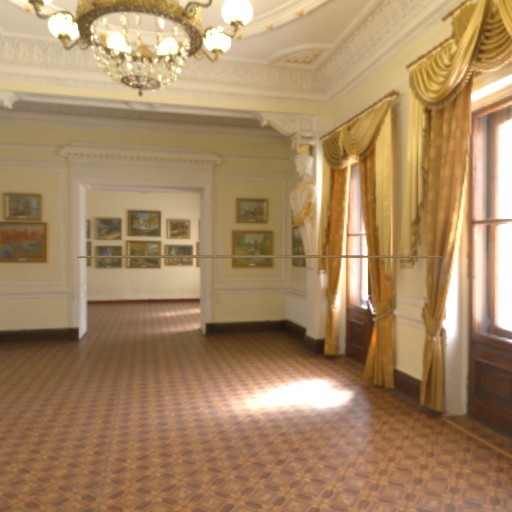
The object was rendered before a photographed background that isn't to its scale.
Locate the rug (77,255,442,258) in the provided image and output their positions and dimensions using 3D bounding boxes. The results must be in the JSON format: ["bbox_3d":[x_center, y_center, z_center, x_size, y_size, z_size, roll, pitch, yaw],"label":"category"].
[{"bbox_3d":[0.000,0.000,2.964,1.522,0.008,2.284,0,0,-1],"label":"rug"}]
